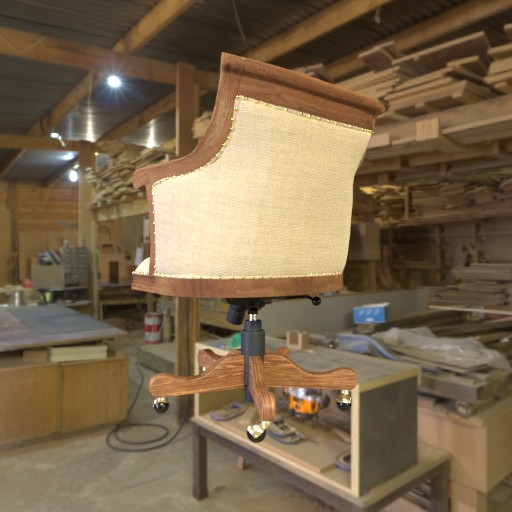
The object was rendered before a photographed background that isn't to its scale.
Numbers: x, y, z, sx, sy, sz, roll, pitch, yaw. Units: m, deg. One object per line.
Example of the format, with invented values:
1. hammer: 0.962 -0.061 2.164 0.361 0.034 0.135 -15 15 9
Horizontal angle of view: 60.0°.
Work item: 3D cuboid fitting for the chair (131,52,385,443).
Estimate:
1. chair: 0.000 0.000 1.434 0.656 0.965 0.689 0 0 -37
